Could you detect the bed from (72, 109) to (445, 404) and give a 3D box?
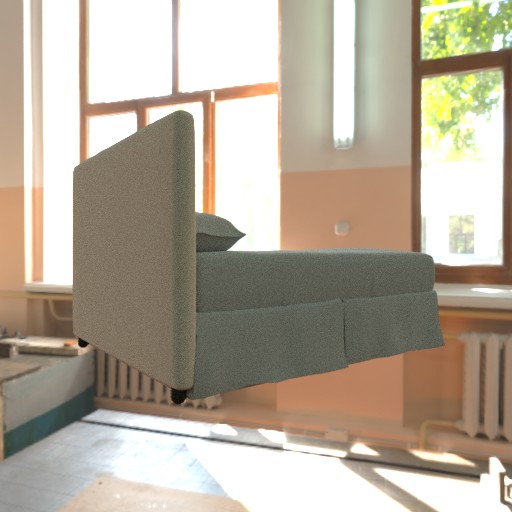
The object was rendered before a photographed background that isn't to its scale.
[{"bbox_3d":[0.000,0.000,3.219,2.142,1.330,1.748,0,1,-37],"label":"bed"}]
